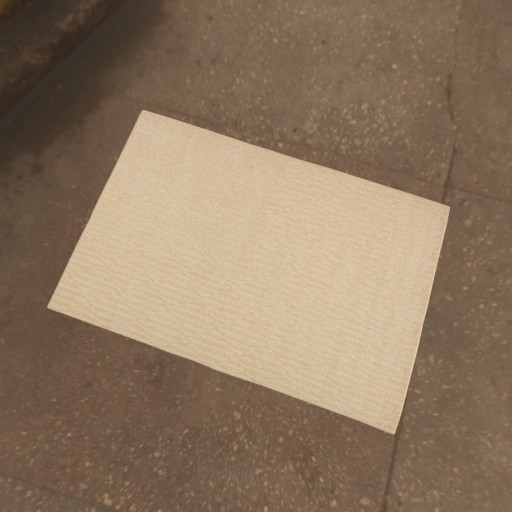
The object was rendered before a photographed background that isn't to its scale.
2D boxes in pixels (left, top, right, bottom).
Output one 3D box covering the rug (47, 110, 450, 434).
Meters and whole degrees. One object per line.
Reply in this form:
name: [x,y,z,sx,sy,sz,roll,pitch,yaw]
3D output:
rug: [0.000,0.000,2.351,1.848,0.014,1.238,19,75,5]
